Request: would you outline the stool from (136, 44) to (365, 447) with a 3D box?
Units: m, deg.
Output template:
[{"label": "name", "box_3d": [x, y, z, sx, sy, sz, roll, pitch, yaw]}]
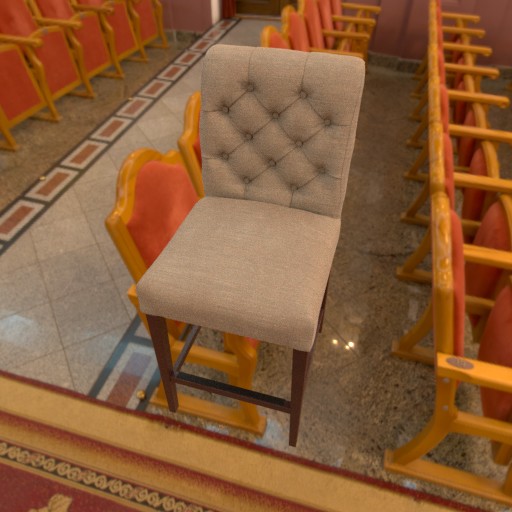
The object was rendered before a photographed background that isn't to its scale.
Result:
[{"label": "stool", "box_3d": [0.000, 0.000, 1.415, 0.486, 1.084, 0.660, 11, 43, 12]}]
